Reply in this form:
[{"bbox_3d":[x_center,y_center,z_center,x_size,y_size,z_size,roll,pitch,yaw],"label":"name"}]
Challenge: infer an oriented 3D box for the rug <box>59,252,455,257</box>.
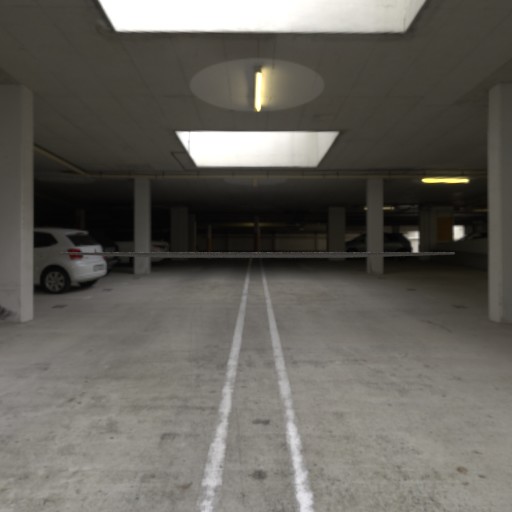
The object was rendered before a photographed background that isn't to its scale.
[{"bbox_3d":[0.000,0.000,2.902,1.600,0.008,2.235,0,-1,0],"label":"rug"}]
